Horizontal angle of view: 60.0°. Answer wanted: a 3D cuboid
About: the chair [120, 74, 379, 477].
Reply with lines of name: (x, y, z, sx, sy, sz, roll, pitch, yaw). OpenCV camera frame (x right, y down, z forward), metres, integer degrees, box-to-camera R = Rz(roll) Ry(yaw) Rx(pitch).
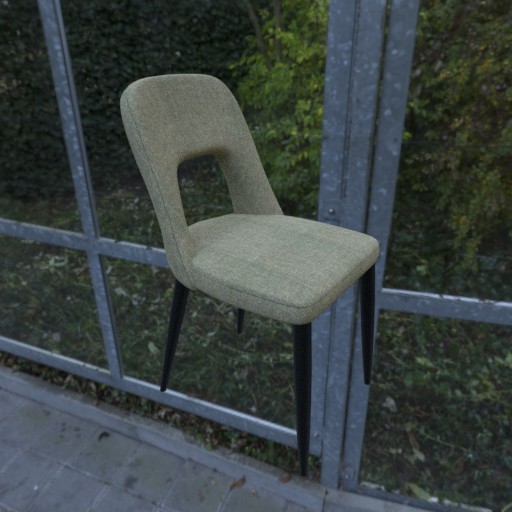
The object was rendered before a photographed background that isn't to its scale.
chair: (0.000, 0.000, 1.248, 0.612, 0.931, 0.470, 17, 30, 32)
